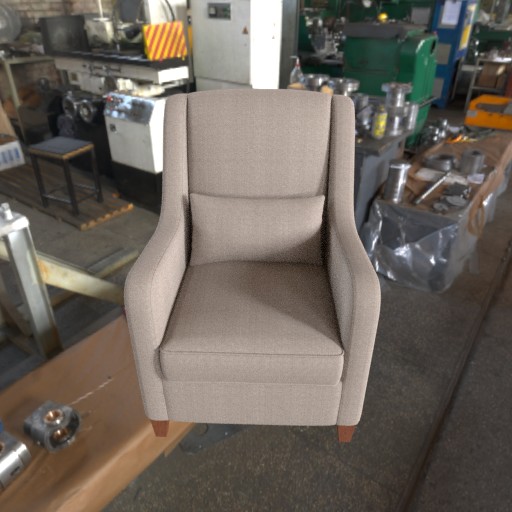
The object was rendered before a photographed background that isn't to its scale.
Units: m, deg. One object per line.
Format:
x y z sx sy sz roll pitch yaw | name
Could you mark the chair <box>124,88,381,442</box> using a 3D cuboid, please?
0.000 0.000 1.612 0.715 1.017 0.890 1 31 2 | chair
